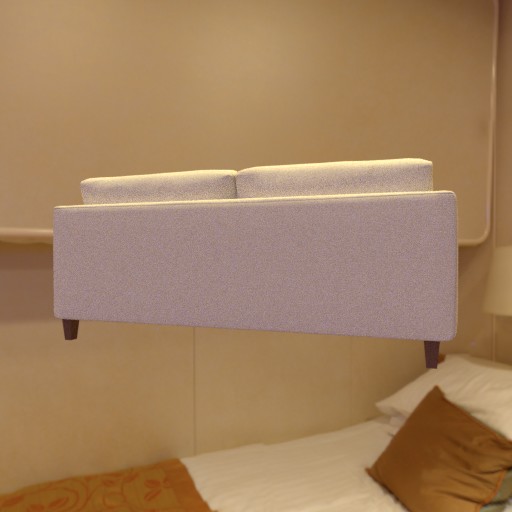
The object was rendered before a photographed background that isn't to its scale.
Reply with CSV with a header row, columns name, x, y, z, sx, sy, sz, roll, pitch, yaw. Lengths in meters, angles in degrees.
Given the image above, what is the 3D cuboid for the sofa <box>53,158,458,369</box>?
name,x,y,z,sx,sy,sz,roll,pitch,yaw
sofa,0.000,0.000,2.474,1.981,0.889,0.965,0,1,19
